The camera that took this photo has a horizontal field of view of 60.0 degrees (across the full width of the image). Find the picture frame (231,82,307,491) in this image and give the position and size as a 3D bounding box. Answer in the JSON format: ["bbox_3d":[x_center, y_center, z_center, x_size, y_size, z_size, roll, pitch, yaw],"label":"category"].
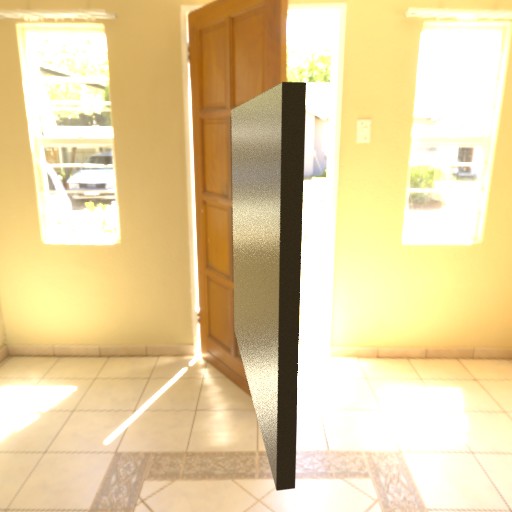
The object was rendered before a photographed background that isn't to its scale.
[{"bbox_3d":[0.000,0.000,0.841,0.029,0.557,0.559,-2,15,-9],"label":"picture frame"}]
